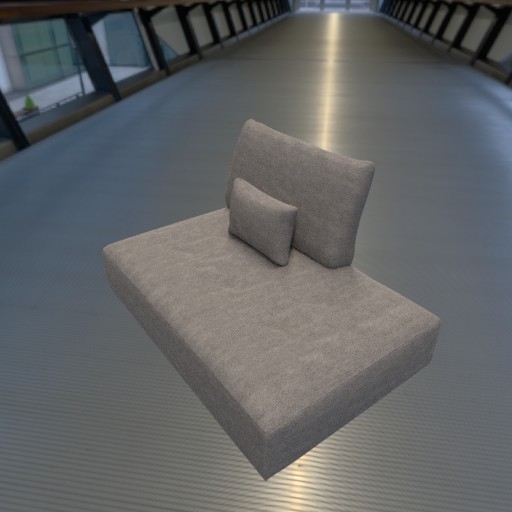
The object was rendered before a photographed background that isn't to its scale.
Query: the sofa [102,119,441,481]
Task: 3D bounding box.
[{"bbox_3d":[0.000,0.000,2.033,1.002,0.820,1.450,-21,38,-31],"label":"sofa"}]
